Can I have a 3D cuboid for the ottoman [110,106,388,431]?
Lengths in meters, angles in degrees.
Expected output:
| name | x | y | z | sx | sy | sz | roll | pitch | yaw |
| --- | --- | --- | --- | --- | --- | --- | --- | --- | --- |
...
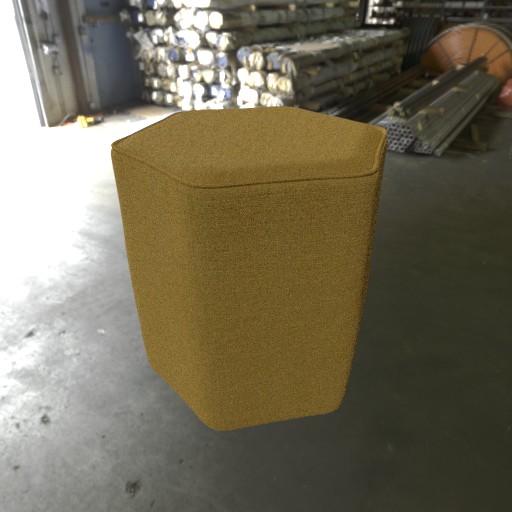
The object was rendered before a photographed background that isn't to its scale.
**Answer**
| name | x | y | z | sx | sy | sz | roll | pitch | yaw |
| --- | --- | --- | --- | --- | --- | --- | --- | --- | --- |
| ottoman | 0.000 | 0.000 | 0.889 | 0.443 | 0.502 | 0.494 | 10 | 32 | 16 |
